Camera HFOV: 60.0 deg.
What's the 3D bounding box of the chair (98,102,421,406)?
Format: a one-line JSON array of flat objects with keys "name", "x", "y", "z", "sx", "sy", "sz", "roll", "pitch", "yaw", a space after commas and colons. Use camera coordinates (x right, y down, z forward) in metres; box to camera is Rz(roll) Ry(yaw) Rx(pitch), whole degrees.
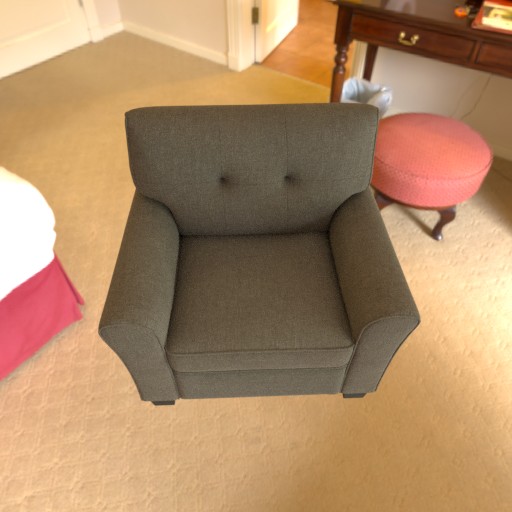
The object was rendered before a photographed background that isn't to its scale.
[{"name": "chair", "x": 0.000, "y": 0.000, "z": 1.622, "sx": 0.941, "sy": 0.890, "sz": 0.816, "roll": -2, "pitch": 47, "yaw": -2}]
